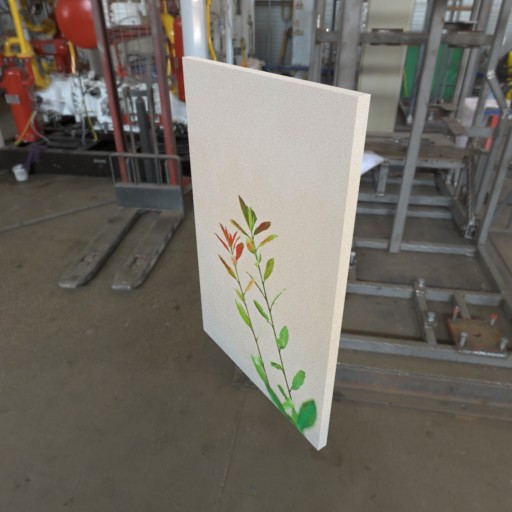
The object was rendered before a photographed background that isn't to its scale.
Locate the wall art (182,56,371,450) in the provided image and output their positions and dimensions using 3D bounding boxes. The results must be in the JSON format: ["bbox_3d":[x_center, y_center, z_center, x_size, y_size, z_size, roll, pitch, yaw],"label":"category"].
[{"bbox_3d":[0.000,0.000,1.471,0.038,1.143,0.764,-20,37,-30],"label":"wall art"}]
